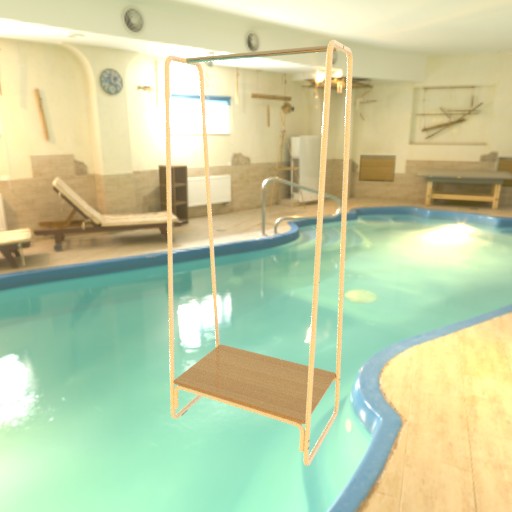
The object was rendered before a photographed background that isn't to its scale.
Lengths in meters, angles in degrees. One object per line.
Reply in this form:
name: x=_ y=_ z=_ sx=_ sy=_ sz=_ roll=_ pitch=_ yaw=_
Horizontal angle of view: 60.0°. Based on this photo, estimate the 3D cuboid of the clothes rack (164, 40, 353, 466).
clothes rack: x=0.000 y=0.000 z=1.770 sx=0.640 sy=1.500 sz=0.400 roll=8 pitch=18 yaw=26
